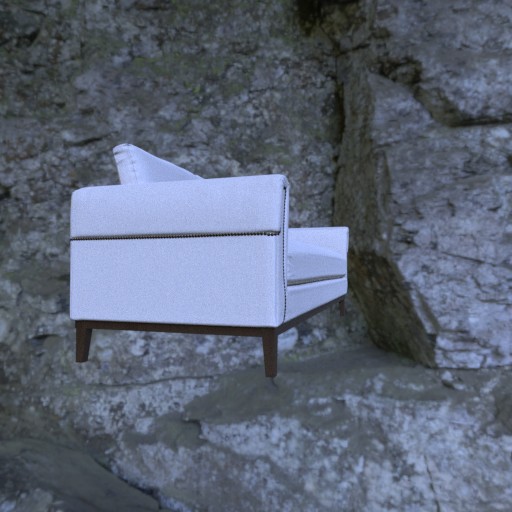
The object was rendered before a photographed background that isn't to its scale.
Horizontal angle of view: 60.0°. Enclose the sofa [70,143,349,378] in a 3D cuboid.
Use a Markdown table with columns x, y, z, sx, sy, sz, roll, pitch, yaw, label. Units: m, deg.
| x | y | z | sx | sy | sz | roll | pitch | yaw | label |
| --- | --- | --- | --- | --- | --- | --- | --- | --- | --- |
| 0.000 | 0.000 | 2.684 | 0.902 | 0.911 | 2.198 | -1 | -2 | 18 | sofa |
